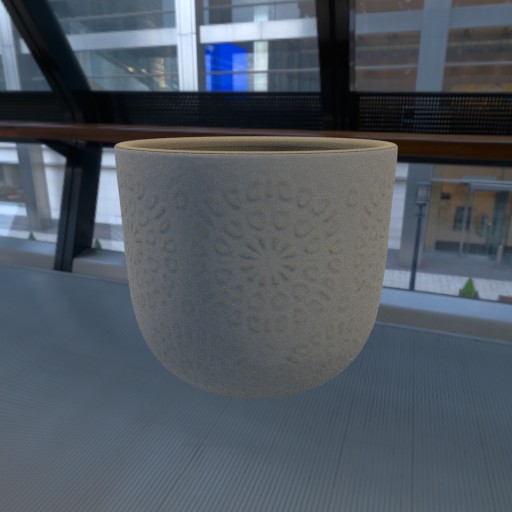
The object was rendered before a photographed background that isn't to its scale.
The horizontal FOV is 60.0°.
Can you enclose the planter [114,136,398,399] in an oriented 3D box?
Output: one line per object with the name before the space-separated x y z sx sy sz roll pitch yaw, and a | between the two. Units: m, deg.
planter | 0.000 0.000 0.219 0.124 0.109 0.124 0 17 0
